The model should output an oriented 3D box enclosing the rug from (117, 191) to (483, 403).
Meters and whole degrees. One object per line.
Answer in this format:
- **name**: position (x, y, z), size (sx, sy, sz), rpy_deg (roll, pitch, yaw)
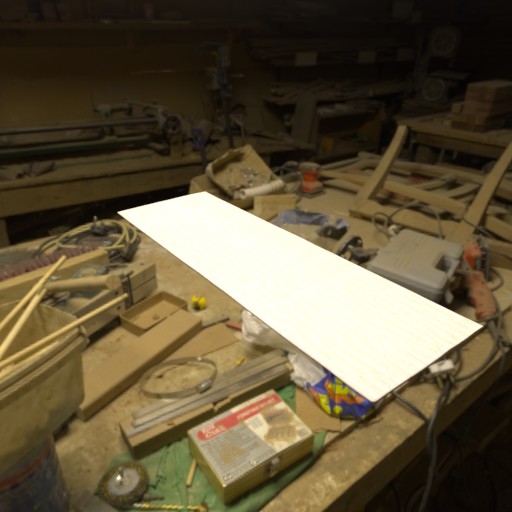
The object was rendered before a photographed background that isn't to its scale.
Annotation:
- **rug**: position (0.000, 0.000, 2.710), size (0.793, 0.014, 2.450), rpy_deg (-19, 33, -33)
